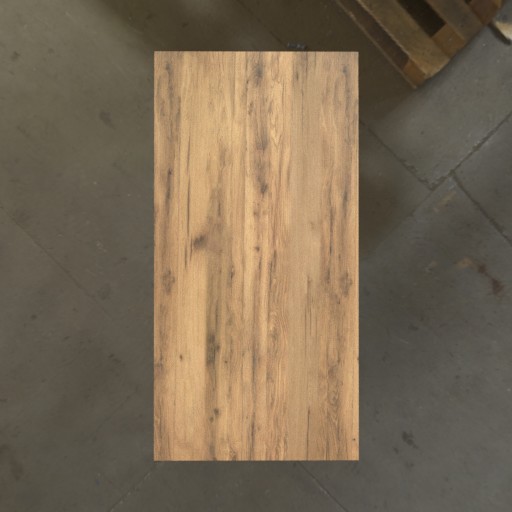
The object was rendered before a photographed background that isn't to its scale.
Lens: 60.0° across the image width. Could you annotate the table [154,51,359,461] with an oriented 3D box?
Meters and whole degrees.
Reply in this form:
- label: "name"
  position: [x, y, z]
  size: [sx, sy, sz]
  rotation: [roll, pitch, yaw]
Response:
- label: "table"
  position: [0.000, 0.000, 2.553]
  size: [1.000, 0.770, 2.000]
  rotation: [0, 90, 0]
